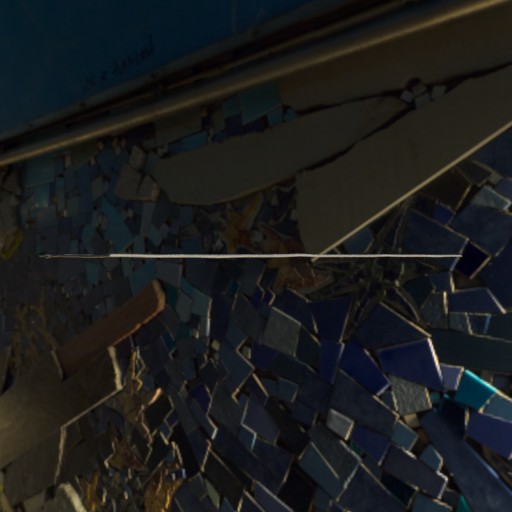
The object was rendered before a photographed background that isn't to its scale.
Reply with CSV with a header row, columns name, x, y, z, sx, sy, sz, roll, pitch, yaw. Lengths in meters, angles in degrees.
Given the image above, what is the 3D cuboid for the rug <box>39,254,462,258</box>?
name,x,y,z,sx,sy,sz,roll,pitch,yaw
rug,0.000,0.000,3.007,2.444,0.023,1.531,0,0,-35
